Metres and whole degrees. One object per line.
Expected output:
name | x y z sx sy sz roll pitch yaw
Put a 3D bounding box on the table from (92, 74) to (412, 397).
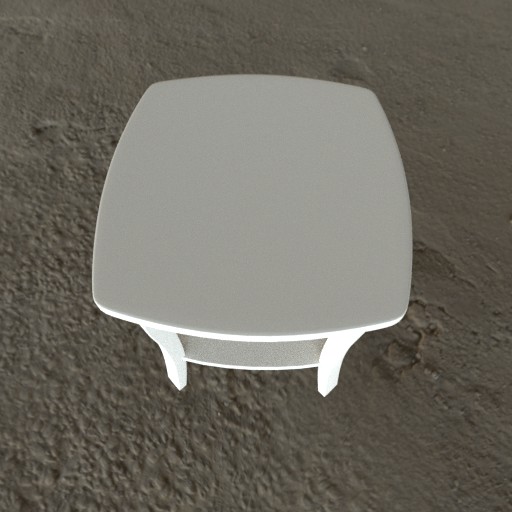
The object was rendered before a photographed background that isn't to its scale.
table | 0.000 0.000 0.851 0.451 0.438 0.502 2 58 1
